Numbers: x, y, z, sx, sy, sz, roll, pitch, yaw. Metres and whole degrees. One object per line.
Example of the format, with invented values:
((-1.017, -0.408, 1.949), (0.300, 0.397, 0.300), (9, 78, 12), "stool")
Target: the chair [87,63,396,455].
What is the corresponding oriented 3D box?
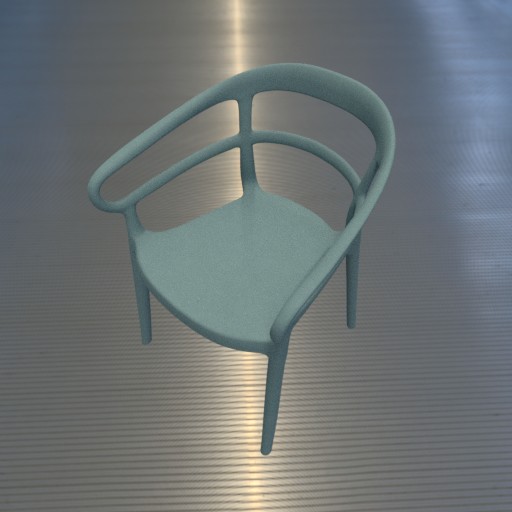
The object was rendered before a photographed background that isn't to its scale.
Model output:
((0.000, 0.000, 1.113), (0.559, 0.761, 0.527), (33, 55, 27), "chair")
